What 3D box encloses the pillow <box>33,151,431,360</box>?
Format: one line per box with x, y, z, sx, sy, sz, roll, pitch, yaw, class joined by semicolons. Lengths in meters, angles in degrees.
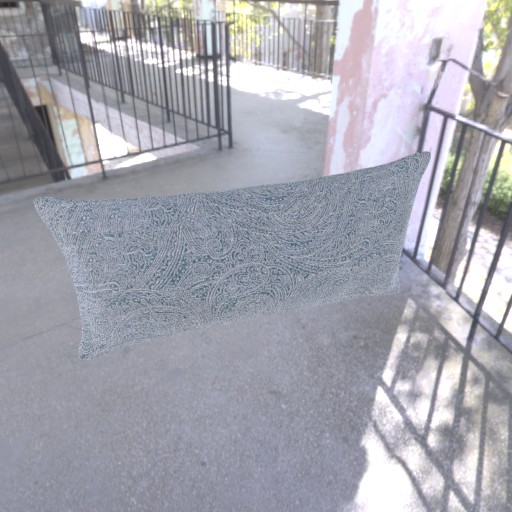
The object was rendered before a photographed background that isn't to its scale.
0.000;0.000;0.737;0.615;0.295;0.151;-10;33;-15;pillow
